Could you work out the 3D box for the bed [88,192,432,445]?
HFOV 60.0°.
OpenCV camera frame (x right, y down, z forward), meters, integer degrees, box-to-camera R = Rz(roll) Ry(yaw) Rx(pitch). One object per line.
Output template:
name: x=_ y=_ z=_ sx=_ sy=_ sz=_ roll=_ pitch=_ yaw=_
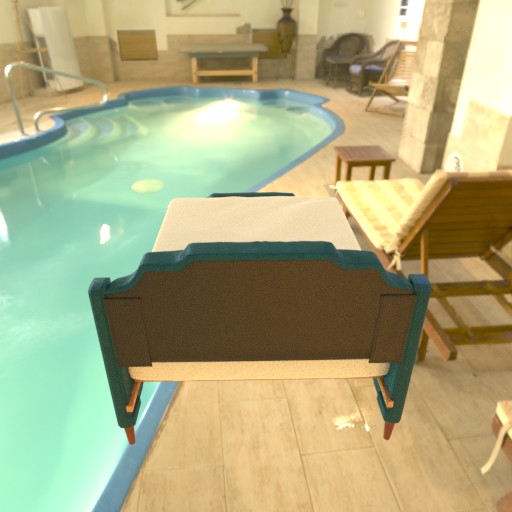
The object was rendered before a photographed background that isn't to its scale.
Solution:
bed: x=0.000 y=0.000 z=3.374 sx=1.678 sy=1.338 sz=2.322 roll=-1 pitch=30 yaw=-1
